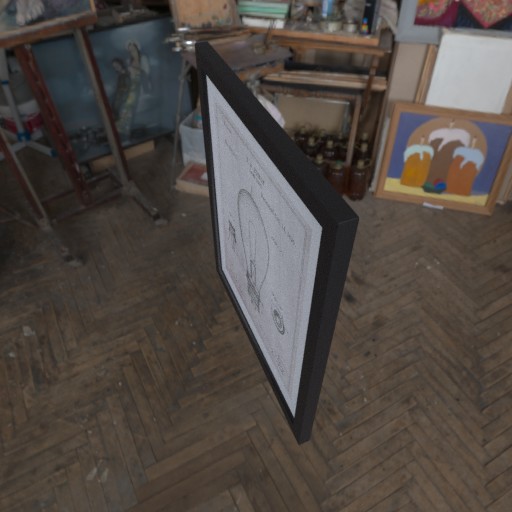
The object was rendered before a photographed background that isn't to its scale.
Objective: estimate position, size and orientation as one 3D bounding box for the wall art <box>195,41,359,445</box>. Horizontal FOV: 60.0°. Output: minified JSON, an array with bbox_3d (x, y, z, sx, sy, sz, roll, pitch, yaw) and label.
[{"bbox_3d":[0.000,0.000,0.709,0.021,0.509,0.430,-17,49,-15],"label":"wall art"}]
